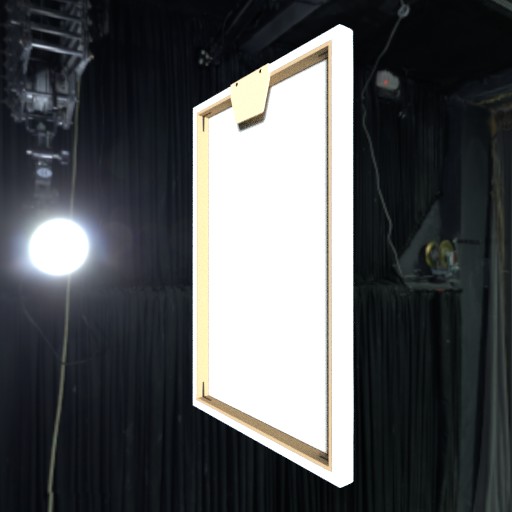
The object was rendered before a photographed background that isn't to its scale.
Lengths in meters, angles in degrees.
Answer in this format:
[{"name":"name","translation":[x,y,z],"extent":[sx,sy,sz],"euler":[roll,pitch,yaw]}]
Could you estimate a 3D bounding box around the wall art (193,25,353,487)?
[{"name":"wall art","translation":[0.000,0.000,1.113],"extent":[0.048,0.902,0.602],"euler":[0,0,-36]}]
